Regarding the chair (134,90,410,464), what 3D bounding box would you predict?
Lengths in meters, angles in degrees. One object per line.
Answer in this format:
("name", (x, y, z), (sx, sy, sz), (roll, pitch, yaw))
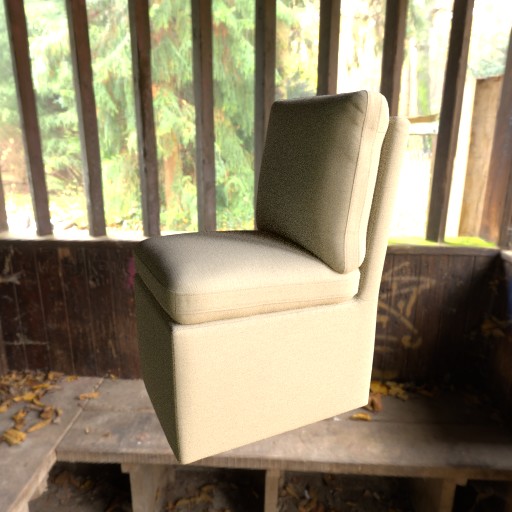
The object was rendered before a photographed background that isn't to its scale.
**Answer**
("chair", (0.000, 0.000, 1.341), (0.698, 0.927, 0.503), (-8, 18, -24))
